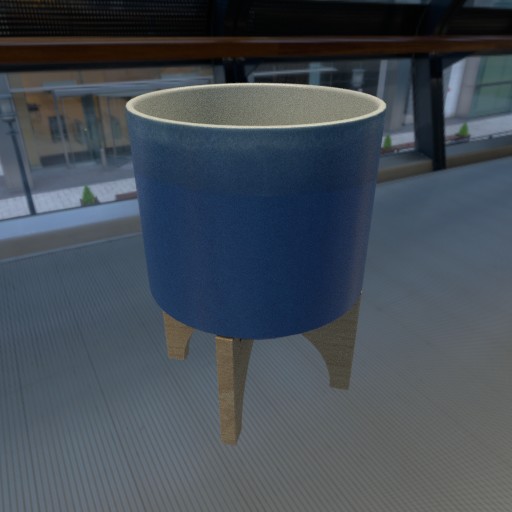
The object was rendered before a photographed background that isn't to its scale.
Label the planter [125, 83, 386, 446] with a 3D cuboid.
[{"bbox_3d":[0.000,0.000,0.544,0.261,0.367,0.261,0,28,0],"label":"planter"}]
